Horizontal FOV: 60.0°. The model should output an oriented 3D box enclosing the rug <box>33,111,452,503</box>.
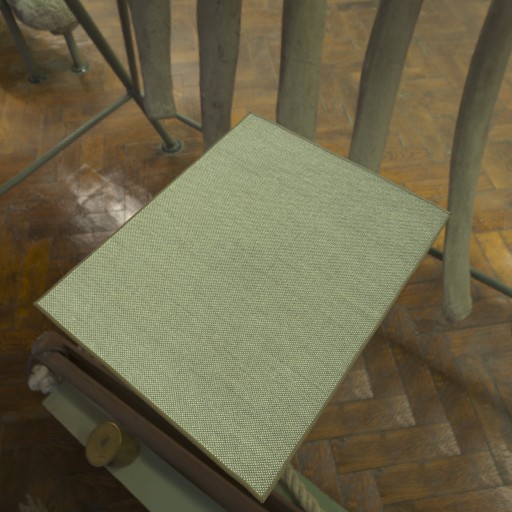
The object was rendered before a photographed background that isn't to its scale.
[{"bbox_3d":[0.000,0.000,3.955,2.413,0.020,3.041,33,63,19],"label":"rug"}]
